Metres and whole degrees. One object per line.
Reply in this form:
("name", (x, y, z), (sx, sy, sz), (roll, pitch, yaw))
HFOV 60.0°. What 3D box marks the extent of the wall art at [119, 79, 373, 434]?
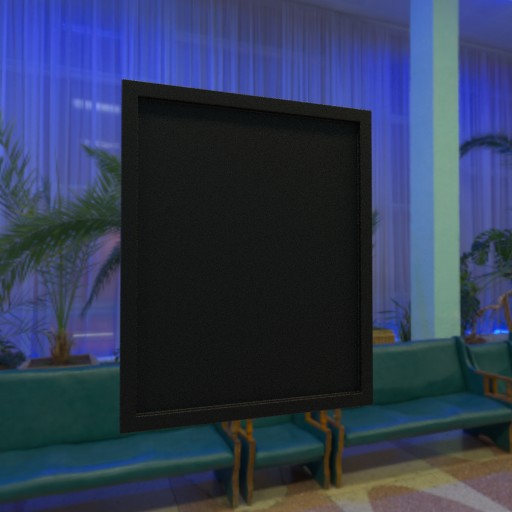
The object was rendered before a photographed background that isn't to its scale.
("wall art", (0.000, 0.000, 0.781), (0.457, 0.559, 0.028), (0, -1, -18))
